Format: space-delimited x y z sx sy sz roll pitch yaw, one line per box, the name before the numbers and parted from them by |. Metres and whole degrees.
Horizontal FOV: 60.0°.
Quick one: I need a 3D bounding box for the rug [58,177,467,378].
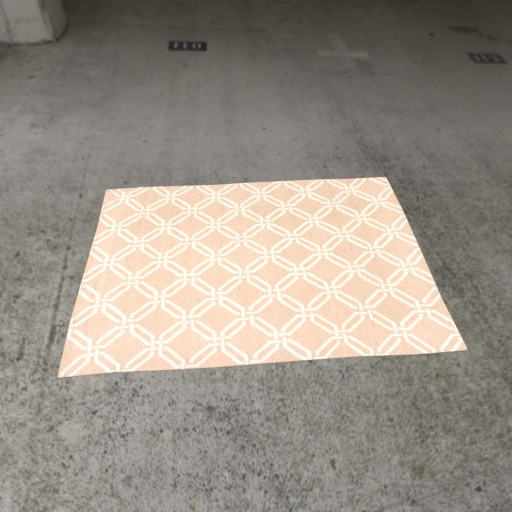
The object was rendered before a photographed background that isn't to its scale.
rug | 0.000 0.000 4.432 3.365 0.020 2.452 -3 46 -3
